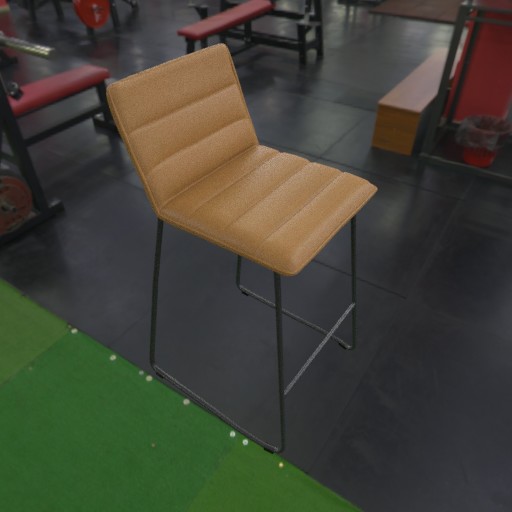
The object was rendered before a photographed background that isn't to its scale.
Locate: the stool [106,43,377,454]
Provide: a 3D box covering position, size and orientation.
[{"bbox_3d":[0.000,0.000,1.208,0.524,0.936,0.489,26,47,26],"label":"stool"}]
